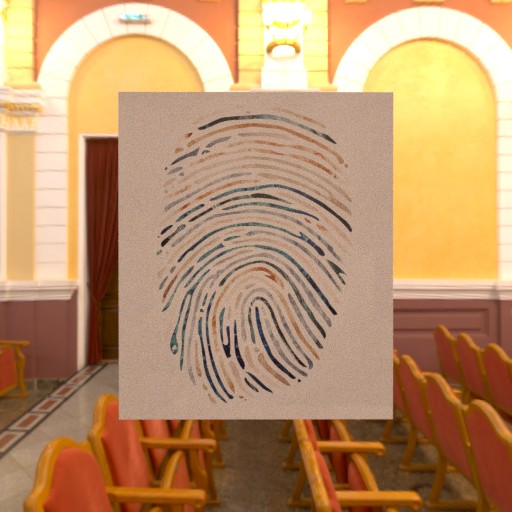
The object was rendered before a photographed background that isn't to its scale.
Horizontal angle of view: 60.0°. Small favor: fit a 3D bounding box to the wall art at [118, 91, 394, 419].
[{"bbox_3d":[0.000,0.000,0.836,0.508,0.606,0.037,0,0,0],"label":"wall art"}]
